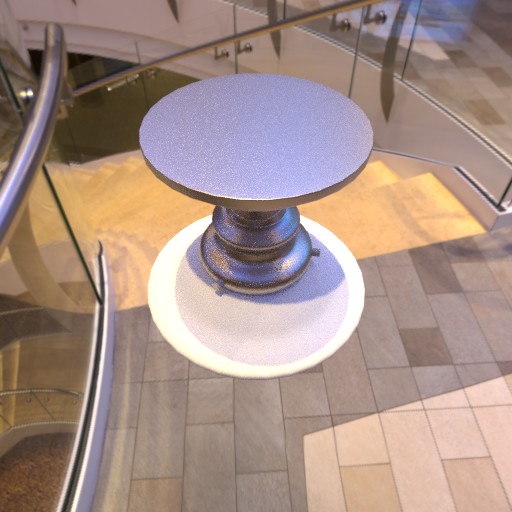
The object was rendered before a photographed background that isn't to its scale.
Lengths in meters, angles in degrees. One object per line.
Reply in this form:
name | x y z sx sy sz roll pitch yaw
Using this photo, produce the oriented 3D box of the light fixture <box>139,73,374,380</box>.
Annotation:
light fixture | 0.000 0.000 0.385 0.199 0.254 0.199 0 47 0
